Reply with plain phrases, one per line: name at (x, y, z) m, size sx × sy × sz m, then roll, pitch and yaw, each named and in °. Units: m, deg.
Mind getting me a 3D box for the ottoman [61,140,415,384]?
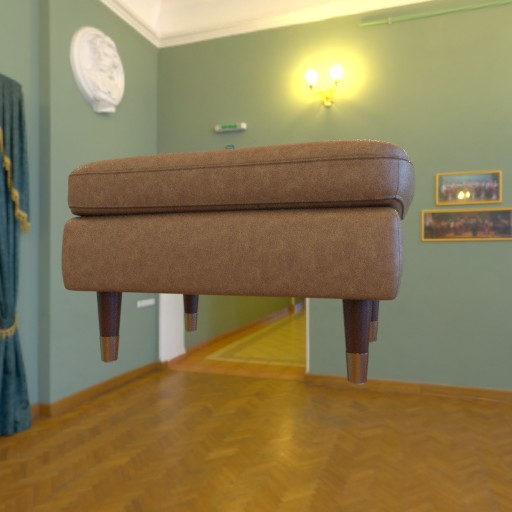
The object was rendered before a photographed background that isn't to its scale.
ottoman at (0.000, 0.000, 1.110) m, size 0.747 × 0.478 × 0.593 m, roll 0°, pitch 0°, yaw 18°
